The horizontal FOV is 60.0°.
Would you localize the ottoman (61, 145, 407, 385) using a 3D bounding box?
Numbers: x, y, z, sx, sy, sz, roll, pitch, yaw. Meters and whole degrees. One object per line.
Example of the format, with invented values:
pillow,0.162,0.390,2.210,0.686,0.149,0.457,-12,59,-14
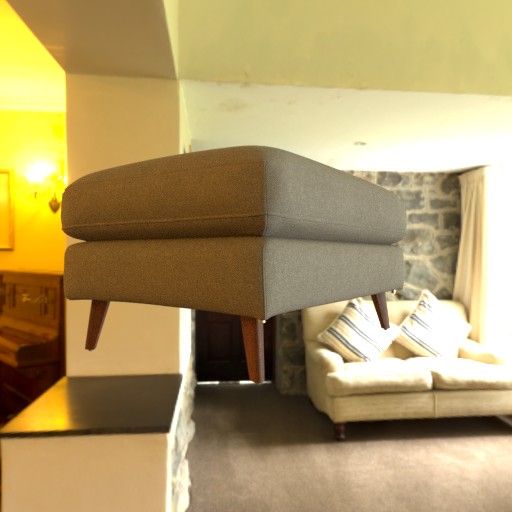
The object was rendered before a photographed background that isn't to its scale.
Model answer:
ottoman,0.000,0.000,1.192,0.608,0.449,0.811,0,0,35
